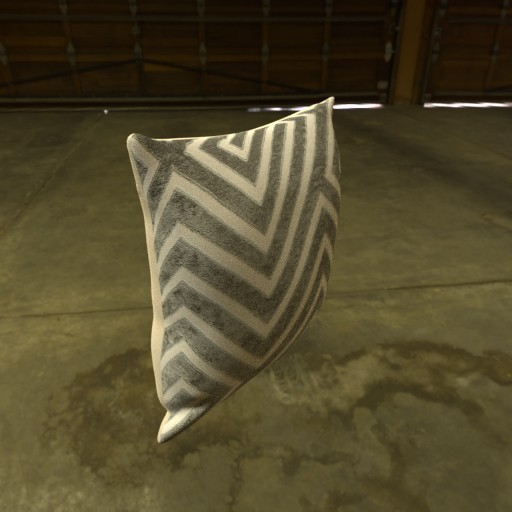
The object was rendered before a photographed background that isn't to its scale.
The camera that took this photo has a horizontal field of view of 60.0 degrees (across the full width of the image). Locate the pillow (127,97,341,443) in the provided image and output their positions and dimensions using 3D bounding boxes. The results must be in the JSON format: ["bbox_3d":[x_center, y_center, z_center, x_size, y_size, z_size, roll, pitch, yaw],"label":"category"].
[{"bbox_3d":[0.000,0.000,0.691,0.182,0.441,0.440,19,33,33],"label":"pillow"}]
